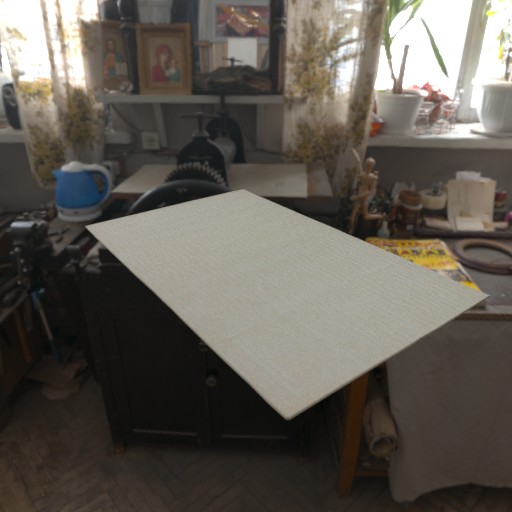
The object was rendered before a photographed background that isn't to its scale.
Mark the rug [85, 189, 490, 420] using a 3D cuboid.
[{"bbox_3d":[0.000,0.000,3.000,1.531,0.014,2.441,-19,32,-33],"label":"rug"}]
